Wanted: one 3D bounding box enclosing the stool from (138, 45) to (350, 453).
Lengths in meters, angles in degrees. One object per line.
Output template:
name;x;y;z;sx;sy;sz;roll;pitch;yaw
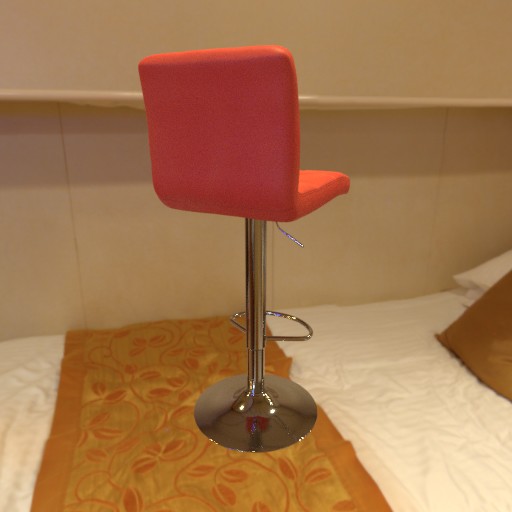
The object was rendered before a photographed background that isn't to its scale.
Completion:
stool;0.000;0.000;1.368;0.430;1.115;0.505;9;20;27
